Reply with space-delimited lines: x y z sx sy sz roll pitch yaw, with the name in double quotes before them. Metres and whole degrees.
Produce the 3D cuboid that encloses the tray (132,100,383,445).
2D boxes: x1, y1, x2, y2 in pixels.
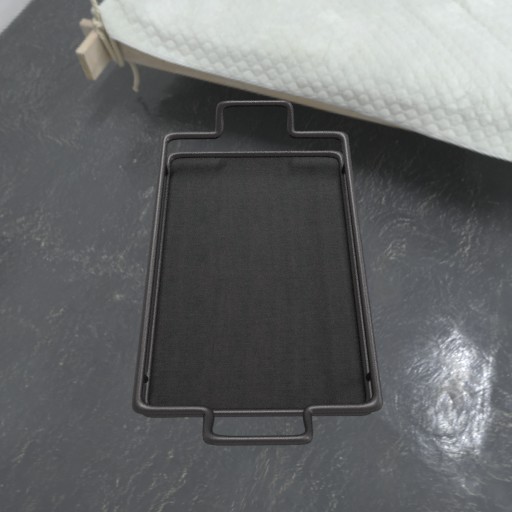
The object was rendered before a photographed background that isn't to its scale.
"tray" 0.000 0.000 0.621 0.297 0.101 0.495 0 63 0
